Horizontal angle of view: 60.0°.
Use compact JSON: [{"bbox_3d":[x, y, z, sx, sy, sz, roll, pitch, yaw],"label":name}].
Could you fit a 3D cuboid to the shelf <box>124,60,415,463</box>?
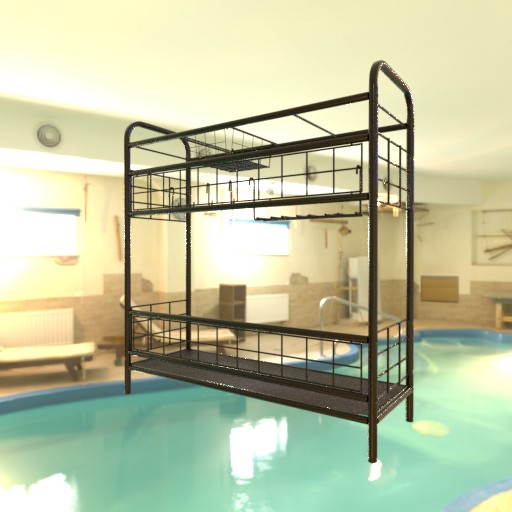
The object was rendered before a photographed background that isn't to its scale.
[{"bbox_3d":[0.000,0.000,1.509,0.961,1.026,0.350,0,1,35],"label":"shelf"}]
